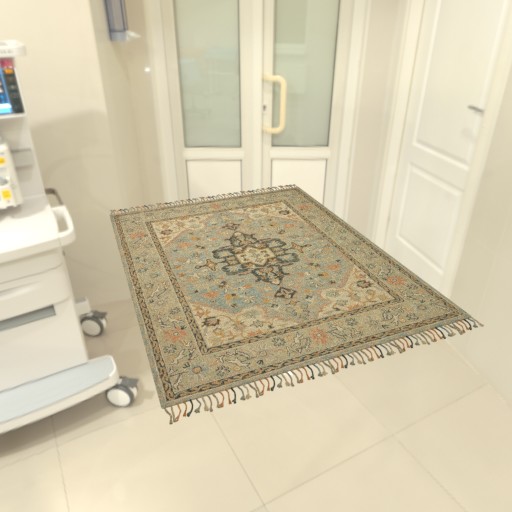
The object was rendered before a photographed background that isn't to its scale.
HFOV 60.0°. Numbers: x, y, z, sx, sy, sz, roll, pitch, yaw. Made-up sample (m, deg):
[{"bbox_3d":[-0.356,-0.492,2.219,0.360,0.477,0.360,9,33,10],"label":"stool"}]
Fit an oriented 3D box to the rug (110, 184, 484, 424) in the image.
[{"bbox_3d":[0.000,0.000,2.250,1.278,0.009,1.730,-11,32,-19],"label":"rug"}]
